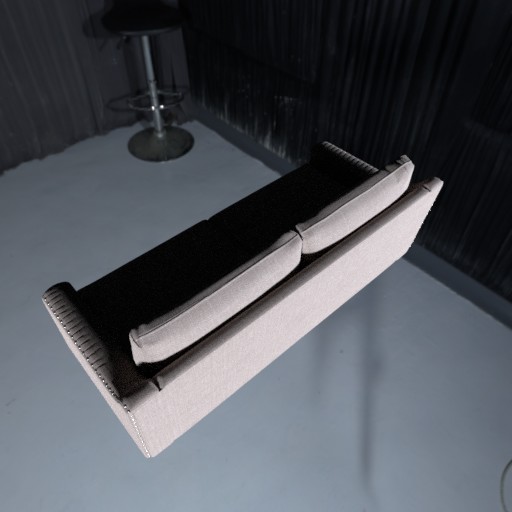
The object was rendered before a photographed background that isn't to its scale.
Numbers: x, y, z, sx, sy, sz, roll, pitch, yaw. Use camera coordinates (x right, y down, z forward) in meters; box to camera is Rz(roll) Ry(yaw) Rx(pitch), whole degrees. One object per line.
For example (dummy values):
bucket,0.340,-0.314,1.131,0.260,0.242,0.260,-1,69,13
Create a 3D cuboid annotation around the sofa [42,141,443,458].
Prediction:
sofa,0.000,0.000,2.661,2.208,0.857,1.000,-33,55,-27
